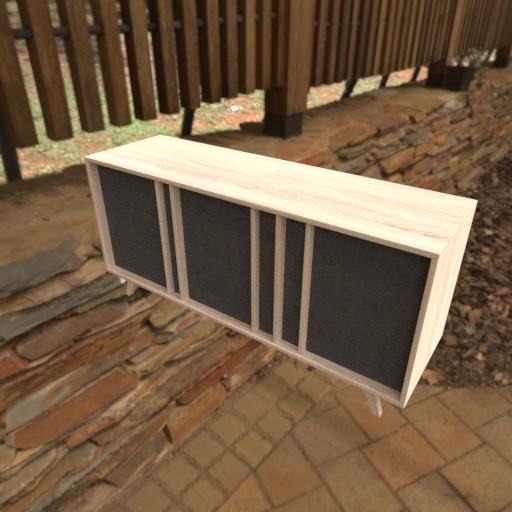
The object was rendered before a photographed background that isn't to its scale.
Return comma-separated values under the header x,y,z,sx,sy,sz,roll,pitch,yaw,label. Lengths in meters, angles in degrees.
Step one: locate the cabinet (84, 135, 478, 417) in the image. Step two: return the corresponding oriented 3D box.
x,y,z,sx,sy,sz,roll,pitch,yaw,label
0.000,0.000,2.063,1.650,0.780,0.500,19,35,30,cabinet
